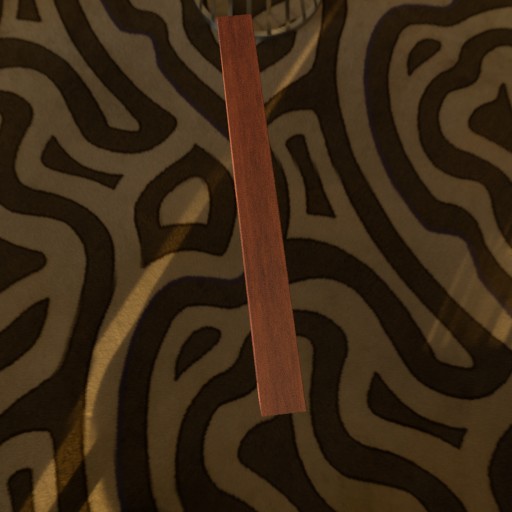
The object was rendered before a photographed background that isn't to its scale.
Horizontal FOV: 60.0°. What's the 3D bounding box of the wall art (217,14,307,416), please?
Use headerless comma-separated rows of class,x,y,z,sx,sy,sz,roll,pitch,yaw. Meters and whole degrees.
wall art,0.000,0.000,0.525,0.030,0.381,0.330,-6,74,-2
